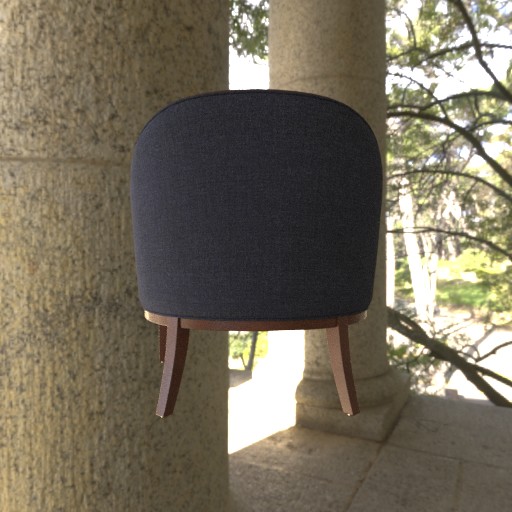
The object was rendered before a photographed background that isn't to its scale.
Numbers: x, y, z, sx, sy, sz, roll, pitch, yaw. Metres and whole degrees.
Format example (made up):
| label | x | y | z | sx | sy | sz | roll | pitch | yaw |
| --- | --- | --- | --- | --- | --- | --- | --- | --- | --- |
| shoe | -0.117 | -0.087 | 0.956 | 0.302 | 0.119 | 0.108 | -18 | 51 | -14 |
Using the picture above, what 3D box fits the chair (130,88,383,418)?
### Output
| label | x | y | z | sx | sy | sz | roll | pitch | yaw |
| --- | --- | --- | --- | --- | --- | --- | --- | --- | --- |
| chair | 0.000 | 0.000 | 1.507 | 0.803 | 0.876 | 0.735 | 0 | 1 | -1 |
